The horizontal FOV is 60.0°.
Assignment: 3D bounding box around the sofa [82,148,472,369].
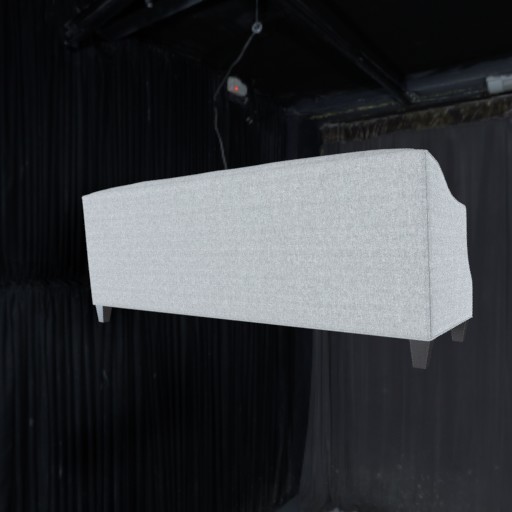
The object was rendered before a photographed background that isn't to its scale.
[{"bbox_3d":[0.000,0.000,2.674,2.235,0.901,0.914,0,0,36],"label":"sofa"}]
